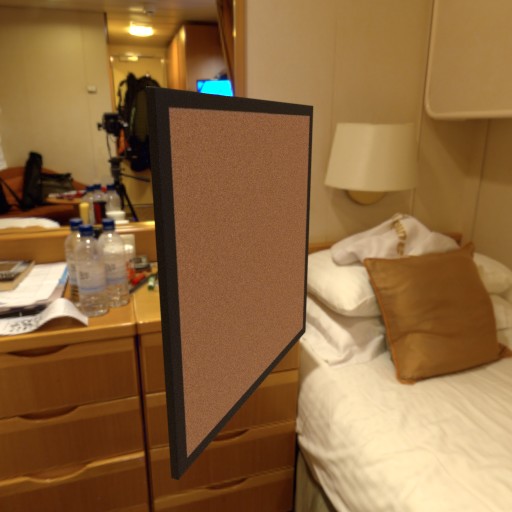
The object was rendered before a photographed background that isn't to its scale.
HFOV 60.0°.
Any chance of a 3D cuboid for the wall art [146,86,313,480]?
[{"bbox_3d":[0.000,0.000,0.985,0.016,0.659,0.663,8,18,25],"label":"wall art"}]
